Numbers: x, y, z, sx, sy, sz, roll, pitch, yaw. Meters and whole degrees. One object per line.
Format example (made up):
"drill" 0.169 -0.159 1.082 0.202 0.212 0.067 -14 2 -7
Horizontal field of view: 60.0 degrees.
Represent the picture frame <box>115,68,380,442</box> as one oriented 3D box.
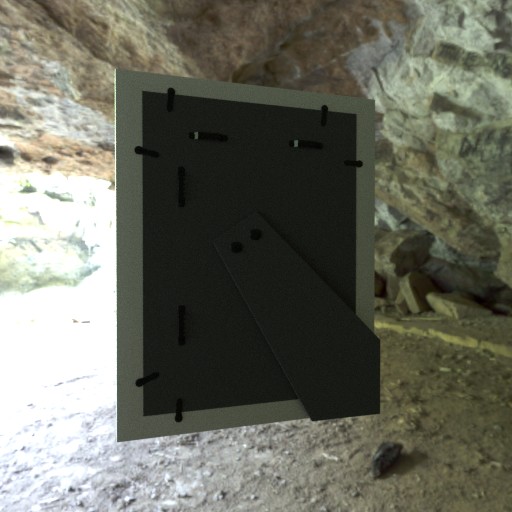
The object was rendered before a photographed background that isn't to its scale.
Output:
"picture frame" 0.000 0.000 0.509 0.307 0.386 0.036 0 1 -18
